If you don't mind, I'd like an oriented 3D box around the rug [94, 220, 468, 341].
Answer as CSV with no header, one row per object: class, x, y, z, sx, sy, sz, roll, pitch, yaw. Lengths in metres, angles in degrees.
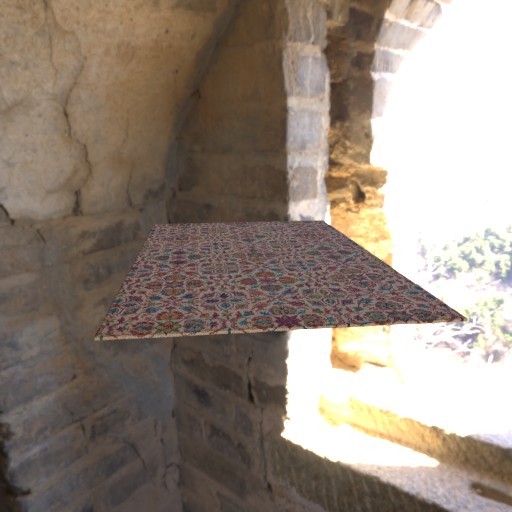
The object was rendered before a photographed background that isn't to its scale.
rug,0.000,0.000,2.894,1.541,0.018,2.297,-2,15,-7
